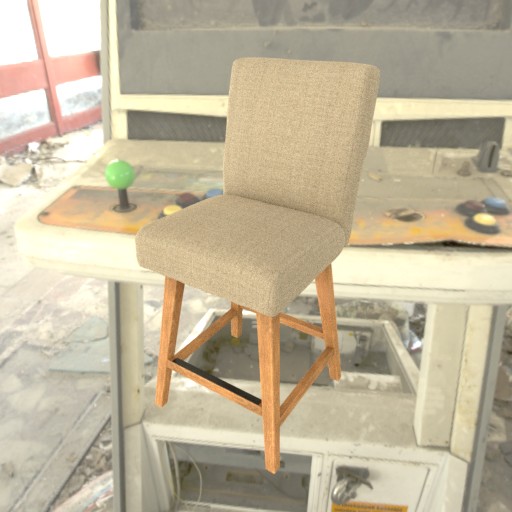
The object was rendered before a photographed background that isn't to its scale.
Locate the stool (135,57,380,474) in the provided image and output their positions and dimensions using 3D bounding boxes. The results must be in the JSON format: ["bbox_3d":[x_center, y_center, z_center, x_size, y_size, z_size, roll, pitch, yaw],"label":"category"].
[{"bbox_3d":[0.000,0.000,1.282,0.459,1.010,0.526,17,33,29],"label":"stool"}]
